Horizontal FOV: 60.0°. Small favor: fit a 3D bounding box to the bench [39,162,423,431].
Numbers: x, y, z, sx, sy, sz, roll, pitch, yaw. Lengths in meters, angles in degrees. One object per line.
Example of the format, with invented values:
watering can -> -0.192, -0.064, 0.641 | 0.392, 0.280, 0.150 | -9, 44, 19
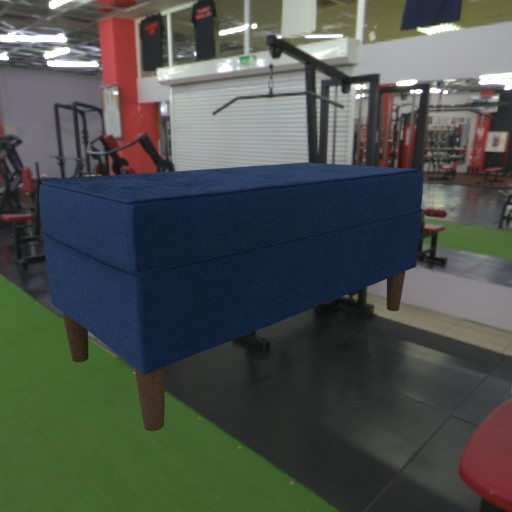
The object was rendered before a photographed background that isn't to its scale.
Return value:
bench -> 0.000, 0.000, 1.272 | 1.010, 0.467, 0.489 | -14, 21, -41
